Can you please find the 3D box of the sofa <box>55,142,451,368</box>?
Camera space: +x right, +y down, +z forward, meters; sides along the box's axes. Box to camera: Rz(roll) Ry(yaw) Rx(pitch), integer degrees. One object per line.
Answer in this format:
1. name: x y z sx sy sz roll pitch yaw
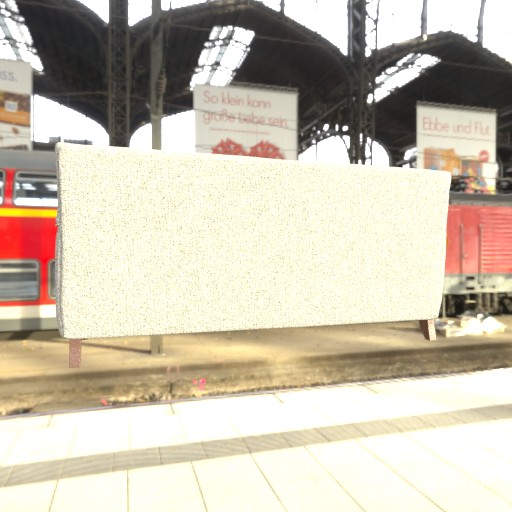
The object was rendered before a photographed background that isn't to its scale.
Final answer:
1. sofa: 0.000 0.000 2.487 2.026 0.942 0.854 0 0 -18
